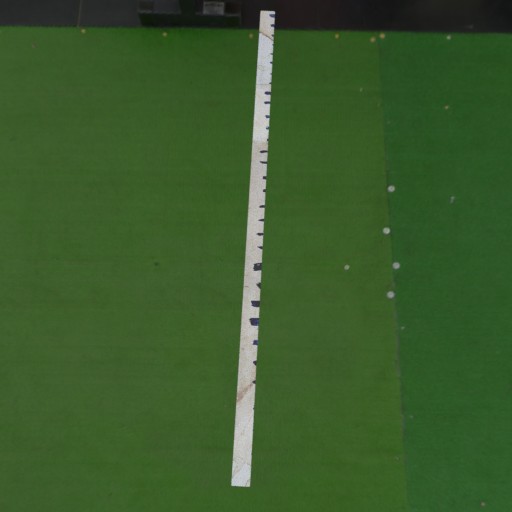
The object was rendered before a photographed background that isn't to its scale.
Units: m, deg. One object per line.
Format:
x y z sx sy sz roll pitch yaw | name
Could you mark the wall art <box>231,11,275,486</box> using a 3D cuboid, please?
0.000 0.000 1.397 0.038 0.757 1.143 3 76 1 | wall art
